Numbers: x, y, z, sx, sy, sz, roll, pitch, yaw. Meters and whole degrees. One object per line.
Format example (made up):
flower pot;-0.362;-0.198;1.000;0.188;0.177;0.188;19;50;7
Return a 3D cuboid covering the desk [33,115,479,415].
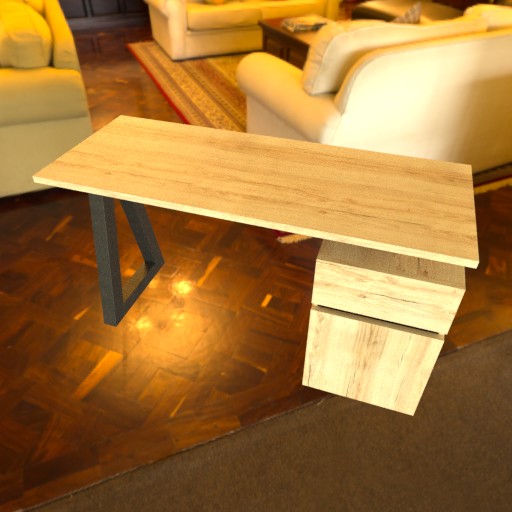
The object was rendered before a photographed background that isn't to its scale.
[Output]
desk;0.000;0.000;1.760;1.400;0.760;0.550;12;41;14
